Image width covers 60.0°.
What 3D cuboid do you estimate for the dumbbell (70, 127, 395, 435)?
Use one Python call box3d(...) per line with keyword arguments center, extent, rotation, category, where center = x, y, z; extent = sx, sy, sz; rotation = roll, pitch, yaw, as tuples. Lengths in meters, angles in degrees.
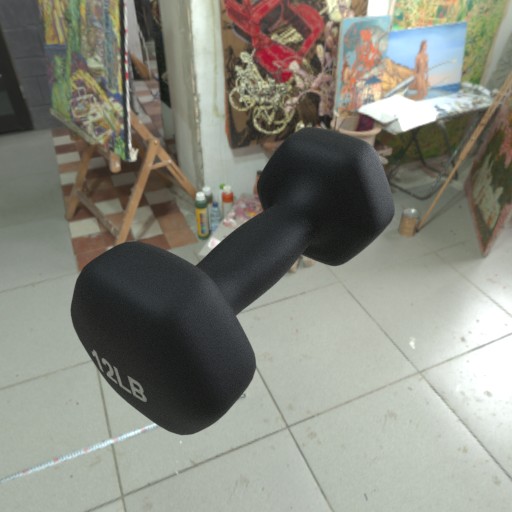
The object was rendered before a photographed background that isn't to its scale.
box3d(center=(0.000, 0.000, 0.292), extent=(0.112, 0.101, 0.231), rotation=(25, 46, 28), category="dumbbell")
